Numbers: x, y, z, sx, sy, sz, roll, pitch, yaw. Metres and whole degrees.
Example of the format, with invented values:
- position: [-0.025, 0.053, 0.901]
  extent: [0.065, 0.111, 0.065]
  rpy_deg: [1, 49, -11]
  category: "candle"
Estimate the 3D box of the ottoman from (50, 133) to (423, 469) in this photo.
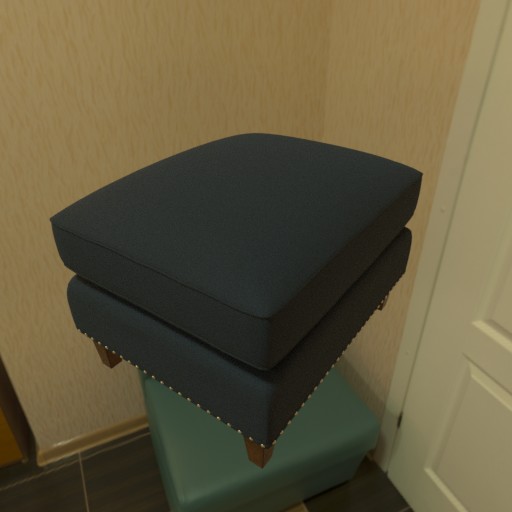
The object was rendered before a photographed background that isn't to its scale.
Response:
- position: [0.000, 0.000, 1.138]
  extent: [0.584, 0.513, 0.741]
  rpy_deg: [21, 37, 30]
  category: "ottoman"
